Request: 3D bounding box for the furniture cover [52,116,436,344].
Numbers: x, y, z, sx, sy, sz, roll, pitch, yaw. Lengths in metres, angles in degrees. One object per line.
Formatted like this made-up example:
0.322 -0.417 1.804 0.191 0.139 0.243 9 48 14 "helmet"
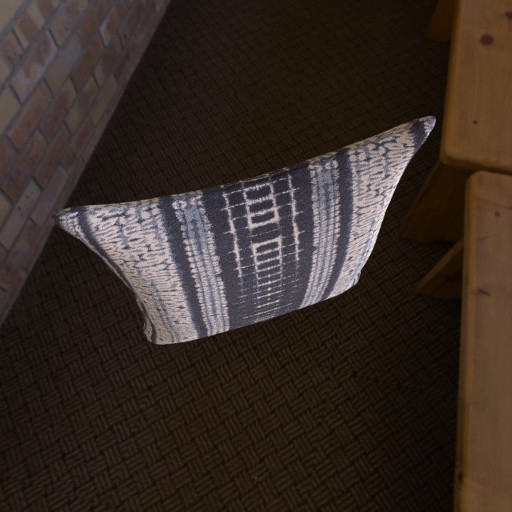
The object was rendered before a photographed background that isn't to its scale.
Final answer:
0.000 0.000 0.659 0.425 0.435 0.133 -16 65 -8 "furniture cover"
